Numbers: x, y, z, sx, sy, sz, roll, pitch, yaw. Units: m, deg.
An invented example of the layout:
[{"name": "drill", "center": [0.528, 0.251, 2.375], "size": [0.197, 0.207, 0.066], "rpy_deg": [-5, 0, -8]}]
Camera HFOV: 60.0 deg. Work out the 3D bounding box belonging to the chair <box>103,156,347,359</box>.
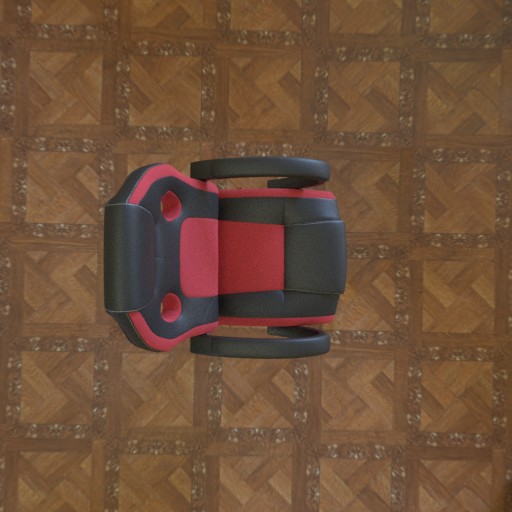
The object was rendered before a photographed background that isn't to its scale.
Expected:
[{"name": "chair", "center": [0.000, 0.000, 1.612], "size": [0.724, 1.187, 0.673], "rpy_deg": [0, 90, 0]}]
